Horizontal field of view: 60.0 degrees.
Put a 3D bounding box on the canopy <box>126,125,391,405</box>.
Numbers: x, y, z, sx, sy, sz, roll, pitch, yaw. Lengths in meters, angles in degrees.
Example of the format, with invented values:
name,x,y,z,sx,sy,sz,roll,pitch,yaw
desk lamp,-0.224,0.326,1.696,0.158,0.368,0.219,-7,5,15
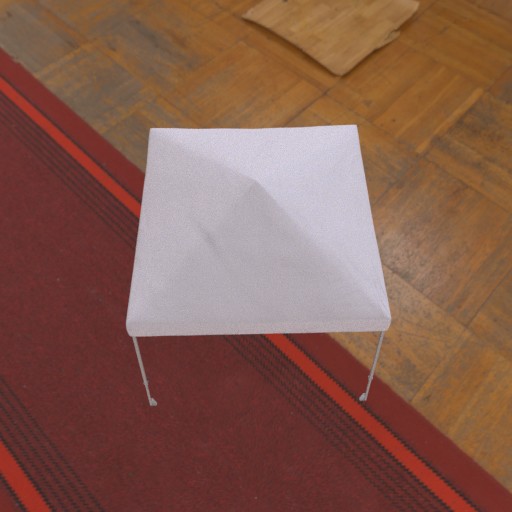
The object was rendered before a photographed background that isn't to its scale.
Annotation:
name,x,y,z,sx,sy,sz,roll,pitch,yaw
canopy,0.000,0.000,5.264,2.849,2.850,2.850,-1,61,-1
